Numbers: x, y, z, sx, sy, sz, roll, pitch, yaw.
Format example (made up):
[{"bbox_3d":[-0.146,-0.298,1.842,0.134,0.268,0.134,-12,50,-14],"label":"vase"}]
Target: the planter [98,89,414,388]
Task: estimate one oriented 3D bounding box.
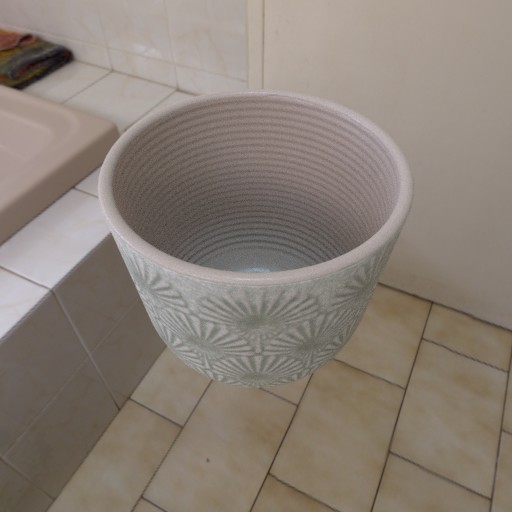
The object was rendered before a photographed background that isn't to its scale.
[{"bbox_3d":[0.000,0.000,0.298,0.170,0.152,0.170,0,48,0],"label":"planter"}]
